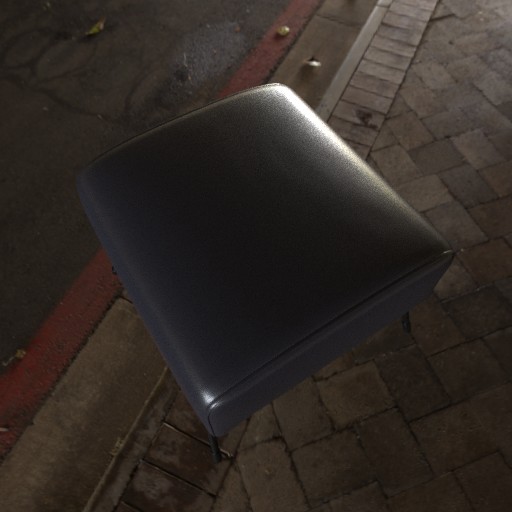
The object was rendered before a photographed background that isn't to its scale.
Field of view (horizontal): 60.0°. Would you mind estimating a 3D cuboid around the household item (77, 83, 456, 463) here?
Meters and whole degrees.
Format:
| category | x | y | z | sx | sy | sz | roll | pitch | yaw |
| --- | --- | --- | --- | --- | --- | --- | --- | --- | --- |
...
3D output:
| category | x | y | z | sx | sy | sz | roll | pitch | yaw |
| --- | --- | --- | --- | --- | --- | --- | --- | --- | --- |
| household item | 0.000 | 0.000 | 0.902 | 0.530 | 0.410 | 0.530 | -29 | 63 | -16 |
